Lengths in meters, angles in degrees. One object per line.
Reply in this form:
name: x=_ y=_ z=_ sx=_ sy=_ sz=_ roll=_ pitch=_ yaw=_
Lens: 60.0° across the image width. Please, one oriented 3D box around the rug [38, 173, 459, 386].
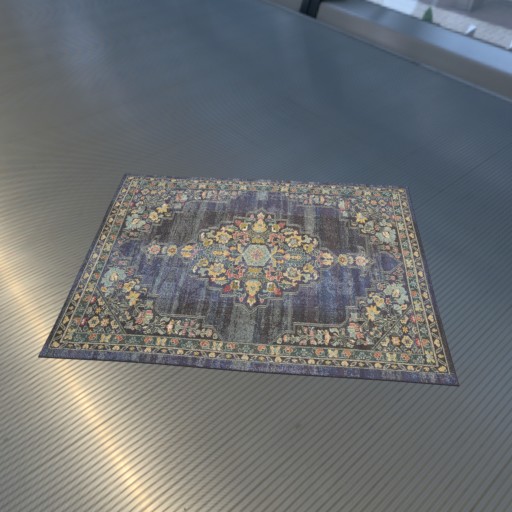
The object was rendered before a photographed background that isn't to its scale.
rug: x=0.000 y=0.000 z=4.699 sx=3.612 sy=0.035 sz=2.716 roll=3 pitch=46 yaw=3
